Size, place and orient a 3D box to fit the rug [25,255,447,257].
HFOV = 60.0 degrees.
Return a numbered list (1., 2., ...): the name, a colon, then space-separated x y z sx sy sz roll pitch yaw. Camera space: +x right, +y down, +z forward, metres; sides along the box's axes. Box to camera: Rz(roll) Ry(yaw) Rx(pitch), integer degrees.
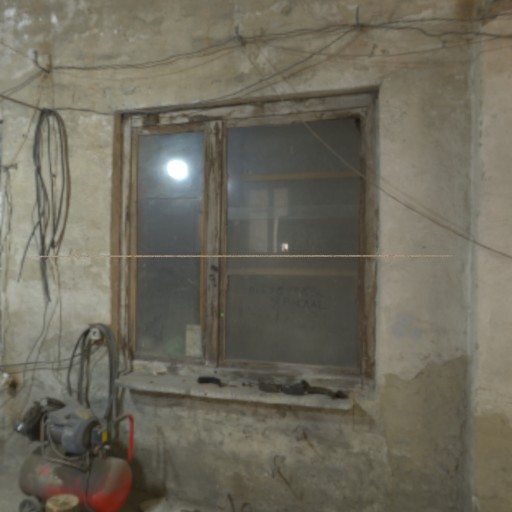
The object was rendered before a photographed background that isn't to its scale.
1. rug: 0.000 0.000 2.732 2.464 0.005 0.660 0 0 -18
